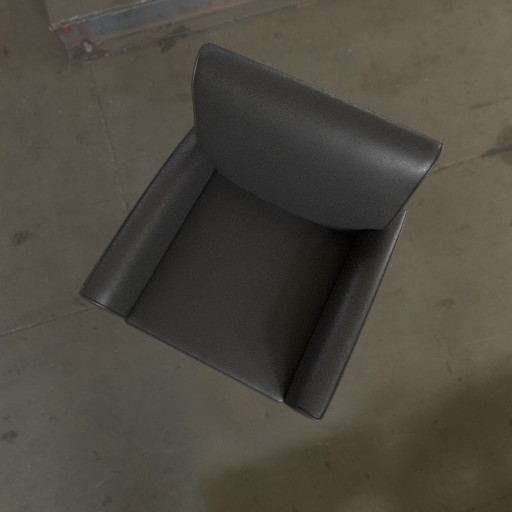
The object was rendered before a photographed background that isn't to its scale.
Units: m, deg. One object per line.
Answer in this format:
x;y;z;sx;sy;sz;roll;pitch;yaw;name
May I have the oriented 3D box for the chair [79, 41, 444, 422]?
0.000;0.000;1.559;0.820;0.916;0.819;26;77;7;chair
